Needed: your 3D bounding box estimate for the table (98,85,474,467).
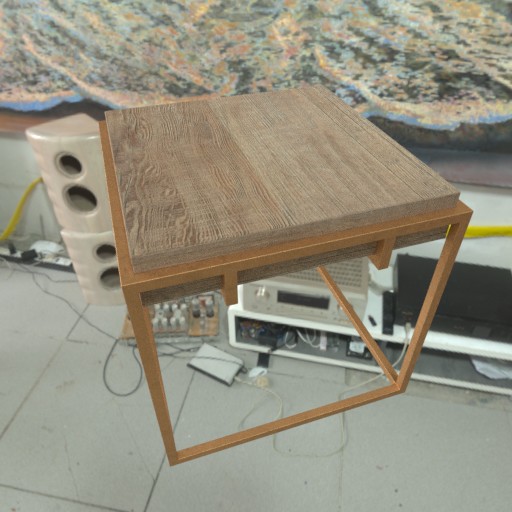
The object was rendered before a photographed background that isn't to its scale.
[{"bbox_3d":[0.000,0.000,1.084,0.599,0.584,0.599,-12,41,-14],"label":"table"}]
